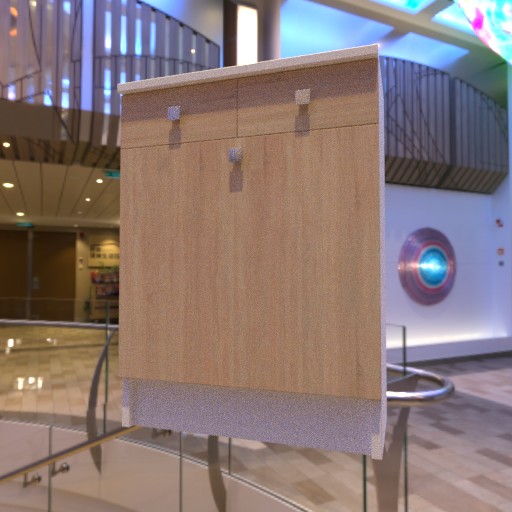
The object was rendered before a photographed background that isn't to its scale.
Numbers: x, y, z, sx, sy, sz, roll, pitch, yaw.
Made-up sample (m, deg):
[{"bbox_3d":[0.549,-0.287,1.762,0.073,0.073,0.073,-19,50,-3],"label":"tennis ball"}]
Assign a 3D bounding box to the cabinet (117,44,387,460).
[{"bbox_3d":[0.000,0.000,1.087,0.600,0.815,0.296,-1,-2,18],"label":"cabinet"}]
